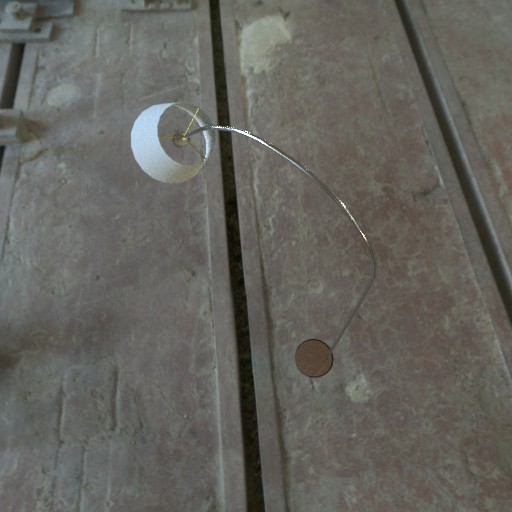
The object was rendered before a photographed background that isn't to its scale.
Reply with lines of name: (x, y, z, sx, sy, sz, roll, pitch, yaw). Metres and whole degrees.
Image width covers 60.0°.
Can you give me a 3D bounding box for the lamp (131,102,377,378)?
lamp: (0.000, 0.000, 2.634, 1.445, 2.098, 0.406, 36, 69, 16)
